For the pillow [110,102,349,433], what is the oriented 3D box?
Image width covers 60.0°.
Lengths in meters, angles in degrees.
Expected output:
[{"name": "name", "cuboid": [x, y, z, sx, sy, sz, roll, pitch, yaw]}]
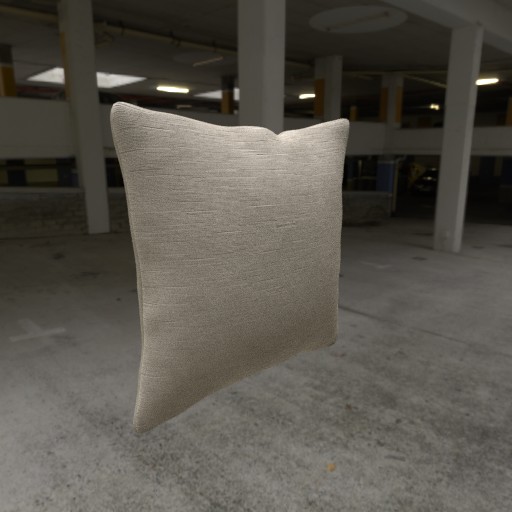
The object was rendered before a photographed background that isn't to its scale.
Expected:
[{"name": "pillow", "cuboid": [0.000, 0.000, 0.677, 0.437, 0.420, 0.162, -12, 18, -42]}]
